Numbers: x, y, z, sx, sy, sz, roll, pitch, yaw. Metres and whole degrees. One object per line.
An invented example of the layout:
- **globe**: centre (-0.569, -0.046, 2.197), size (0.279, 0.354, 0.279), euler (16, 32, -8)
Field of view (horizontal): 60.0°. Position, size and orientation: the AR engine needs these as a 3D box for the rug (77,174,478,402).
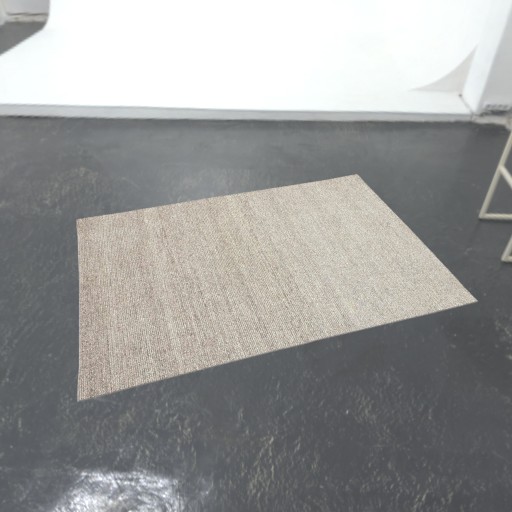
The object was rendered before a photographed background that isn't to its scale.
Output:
- **rug**: centre (0.000, 0.000, 3.014), size (2.342, 0.030, 1.609), euler (-11, 41, -13)
